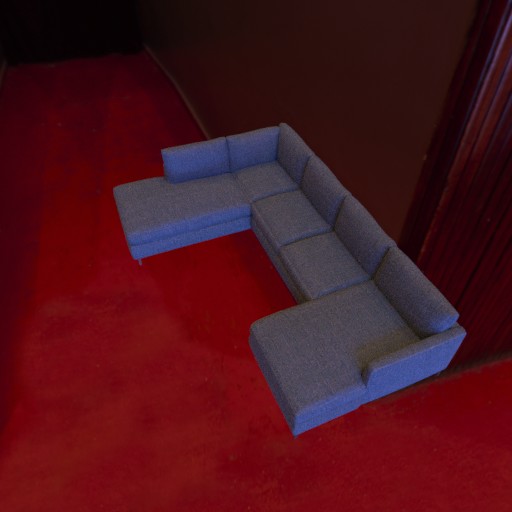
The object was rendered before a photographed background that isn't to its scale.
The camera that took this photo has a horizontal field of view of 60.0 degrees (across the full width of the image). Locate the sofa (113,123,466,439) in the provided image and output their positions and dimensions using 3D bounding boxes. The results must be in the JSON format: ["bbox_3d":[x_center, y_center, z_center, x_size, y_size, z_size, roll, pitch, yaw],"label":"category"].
[{"bbox_3d":[0.000,0.000,3.620,1.879,0.753,2.737,-17,48,-15],"label":"sofa"}]
